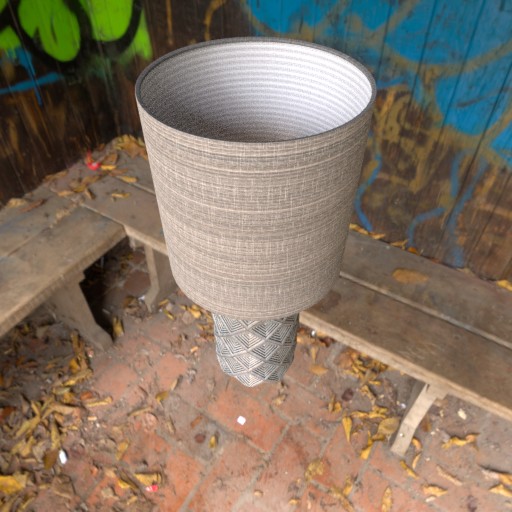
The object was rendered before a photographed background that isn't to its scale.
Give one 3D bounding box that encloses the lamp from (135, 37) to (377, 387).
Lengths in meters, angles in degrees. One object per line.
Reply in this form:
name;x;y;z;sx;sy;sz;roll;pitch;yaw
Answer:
lamp;0.000;0.000;0.702;0.268;0.566;0.269;3;45;3
